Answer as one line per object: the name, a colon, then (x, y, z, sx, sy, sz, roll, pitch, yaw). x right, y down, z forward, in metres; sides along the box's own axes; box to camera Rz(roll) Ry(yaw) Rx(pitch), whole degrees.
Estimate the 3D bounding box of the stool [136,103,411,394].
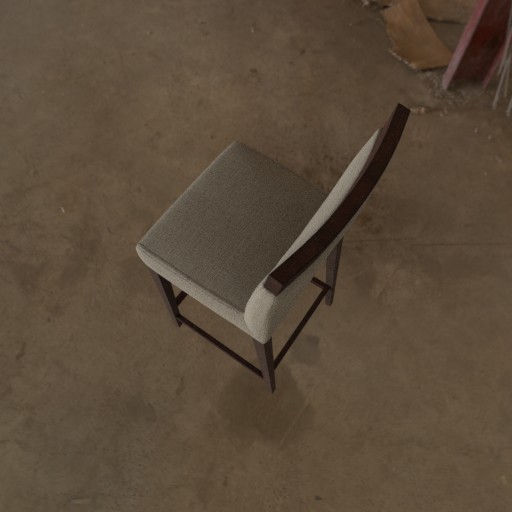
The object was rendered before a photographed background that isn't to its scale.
stool: (0.000, 0.000, 1.423, 0.531, 1.117, 0.511, 32, 67, 15)
